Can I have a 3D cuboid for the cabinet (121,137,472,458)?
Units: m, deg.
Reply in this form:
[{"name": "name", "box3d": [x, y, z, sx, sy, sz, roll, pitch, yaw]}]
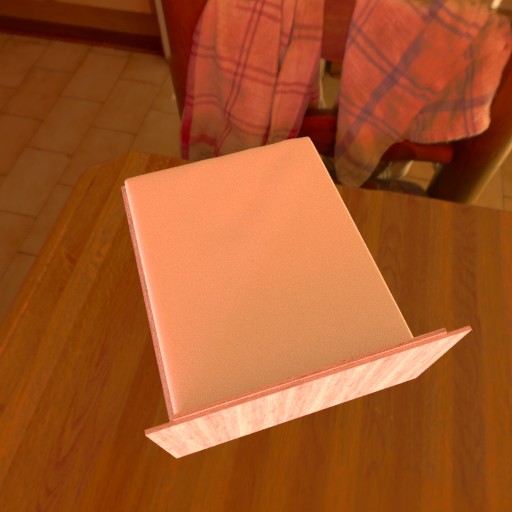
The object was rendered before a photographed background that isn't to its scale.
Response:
[{"name": "cabinet", "box3d": [0.000, 0.000, 3.128, 1.750, 0.970, 2.080, -15, 61, -9]}]
